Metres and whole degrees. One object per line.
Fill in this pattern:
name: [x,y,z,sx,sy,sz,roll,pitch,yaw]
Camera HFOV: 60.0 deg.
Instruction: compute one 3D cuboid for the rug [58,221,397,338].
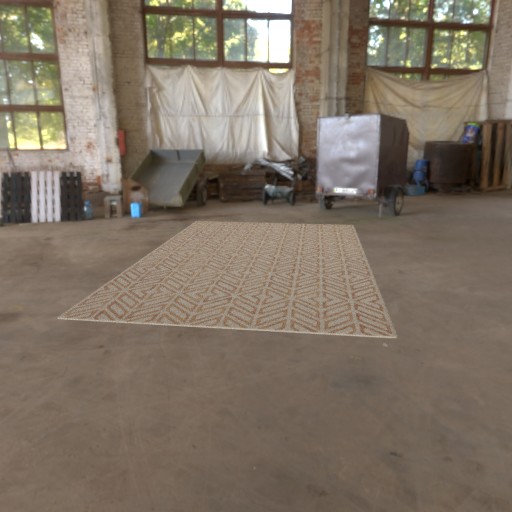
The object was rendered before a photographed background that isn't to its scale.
rug: [0.000,0.000,3.103,1.523,0.008,2.438,2,15,7]
